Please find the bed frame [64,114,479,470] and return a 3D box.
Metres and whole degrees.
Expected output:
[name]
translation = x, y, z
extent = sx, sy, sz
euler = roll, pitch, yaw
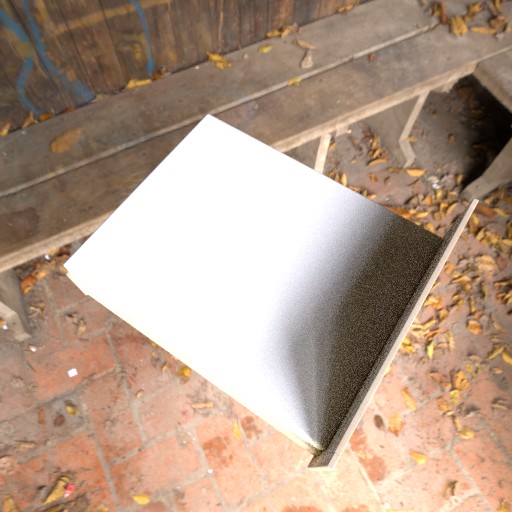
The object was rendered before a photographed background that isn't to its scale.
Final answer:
[bed frame]
translation = 0.000, 0.000, 3.049
extent = 2.080, 0.900, 1.800
euler = 31, 68, 14
